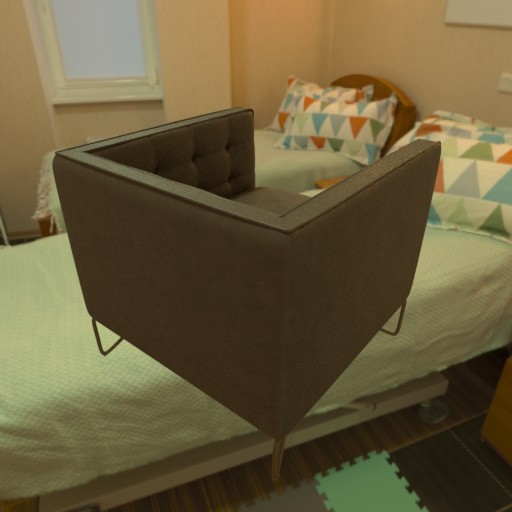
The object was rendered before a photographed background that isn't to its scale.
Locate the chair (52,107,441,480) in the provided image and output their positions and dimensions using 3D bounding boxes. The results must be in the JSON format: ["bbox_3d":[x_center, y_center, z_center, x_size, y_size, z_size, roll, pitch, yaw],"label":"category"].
[{"bbox_3d":[0.000,0.000,1.549,0.880,0.790,0.894,22,37,33],"label":"chair"}]
